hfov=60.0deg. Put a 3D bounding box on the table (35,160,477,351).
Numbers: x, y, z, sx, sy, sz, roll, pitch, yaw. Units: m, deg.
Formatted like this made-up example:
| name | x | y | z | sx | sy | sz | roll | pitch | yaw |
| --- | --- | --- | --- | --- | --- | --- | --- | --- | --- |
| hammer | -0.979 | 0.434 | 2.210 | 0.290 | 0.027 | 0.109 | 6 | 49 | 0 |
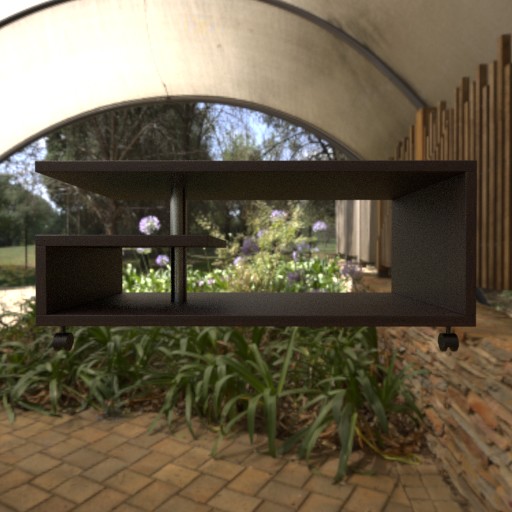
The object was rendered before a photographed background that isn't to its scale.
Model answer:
| name | x | y | z | sx | sy | sz | roll | pitch | yaw |
| --- | --- | --- | --- | --- | --- | --- | --- | --- | --- |
| table | 0.000 | 0.000 | 1.348 | 1.050 | 0.460 | 0.590 | 0 | 1 | 0 |
